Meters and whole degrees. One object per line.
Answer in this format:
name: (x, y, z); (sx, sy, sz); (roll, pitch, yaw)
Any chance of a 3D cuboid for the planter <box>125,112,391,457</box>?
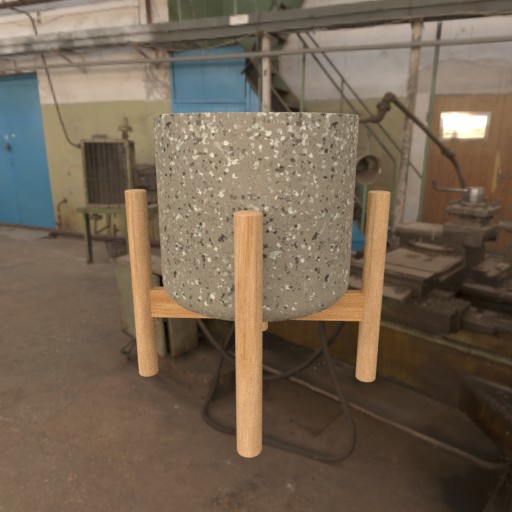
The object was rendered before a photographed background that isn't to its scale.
planter: (0.000, 0.000, 0.532); (0.284, 0.320, 0.284); (7, 17, 24)
